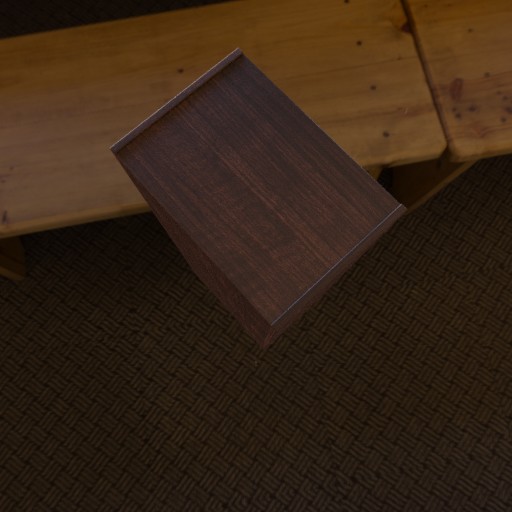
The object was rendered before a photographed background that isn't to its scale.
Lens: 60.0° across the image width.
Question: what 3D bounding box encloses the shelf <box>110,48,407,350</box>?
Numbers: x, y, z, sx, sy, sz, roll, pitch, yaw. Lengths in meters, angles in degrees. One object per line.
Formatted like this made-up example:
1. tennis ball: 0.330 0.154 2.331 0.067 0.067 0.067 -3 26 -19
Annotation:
1. shelf: 0.000 0.000 1.263 0.290 1.099 0.415 -42 80 -9
